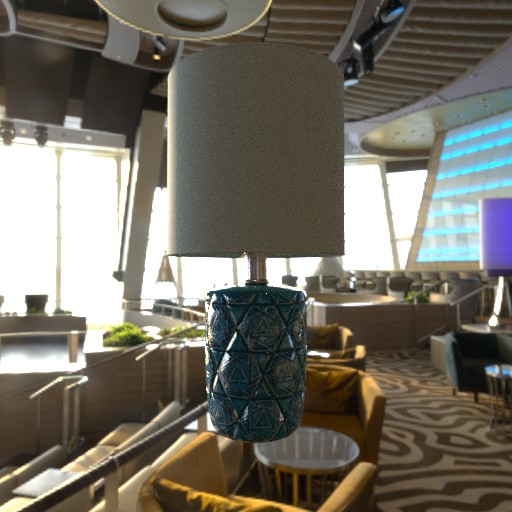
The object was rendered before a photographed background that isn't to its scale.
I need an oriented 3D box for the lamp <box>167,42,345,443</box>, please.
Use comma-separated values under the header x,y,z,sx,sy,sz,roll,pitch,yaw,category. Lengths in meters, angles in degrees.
x,y,z,sx,sy,sz,roll,pitch,yaw,category
0.000,0.000,0.487,0.193,0.377,0.193,-1,-2,18,lamp
